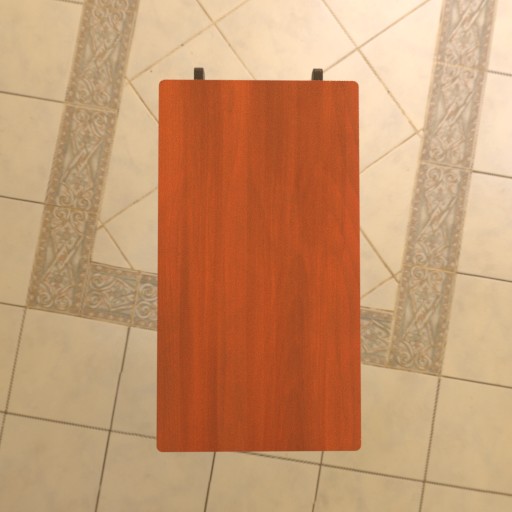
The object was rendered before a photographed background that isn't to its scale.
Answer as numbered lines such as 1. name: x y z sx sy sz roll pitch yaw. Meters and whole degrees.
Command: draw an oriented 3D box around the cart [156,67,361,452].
1. cart: 0.000 0.000 1.462 0.457 0.927 0.899 0 88 -1
